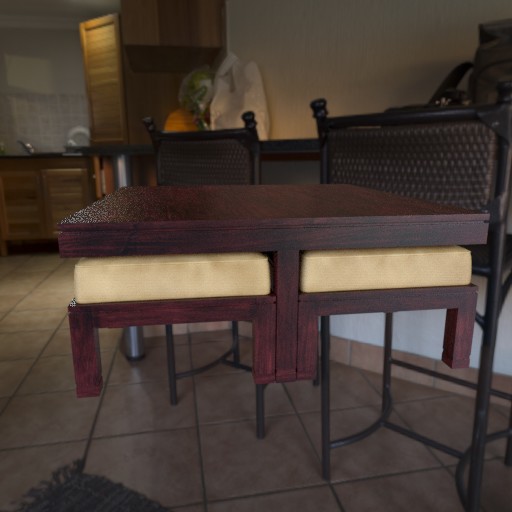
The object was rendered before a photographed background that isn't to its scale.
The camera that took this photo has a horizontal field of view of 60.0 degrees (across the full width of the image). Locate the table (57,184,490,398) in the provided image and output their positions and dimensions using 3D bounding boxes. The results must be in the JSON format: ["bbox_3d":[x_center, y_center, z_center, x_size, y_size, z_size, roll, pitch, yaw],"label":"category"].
[{"bbox_3d":[0.000,0.000,1.326,0.865,0.356,0.865,-2,14,-8],"label":"table"}]
